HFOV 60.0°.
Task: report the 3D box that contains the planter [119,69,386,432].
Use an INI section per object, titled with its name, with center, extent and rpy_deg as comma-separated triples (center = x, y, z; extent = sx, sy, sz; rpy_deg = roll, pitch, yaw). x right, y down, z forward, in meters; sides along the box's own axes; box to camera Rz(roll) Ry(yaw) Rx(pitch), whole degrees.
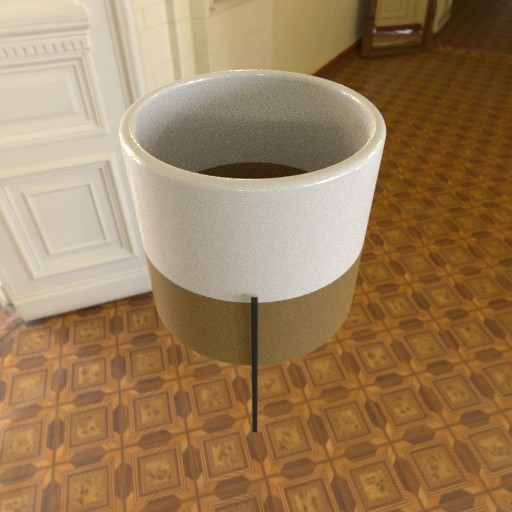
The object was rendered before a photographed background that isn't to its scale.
[planter]
center = 0.000, 0.000, 0.648
extent = 0.310, 0.432, 0.310
rpy_deg = -11, 43, -11
